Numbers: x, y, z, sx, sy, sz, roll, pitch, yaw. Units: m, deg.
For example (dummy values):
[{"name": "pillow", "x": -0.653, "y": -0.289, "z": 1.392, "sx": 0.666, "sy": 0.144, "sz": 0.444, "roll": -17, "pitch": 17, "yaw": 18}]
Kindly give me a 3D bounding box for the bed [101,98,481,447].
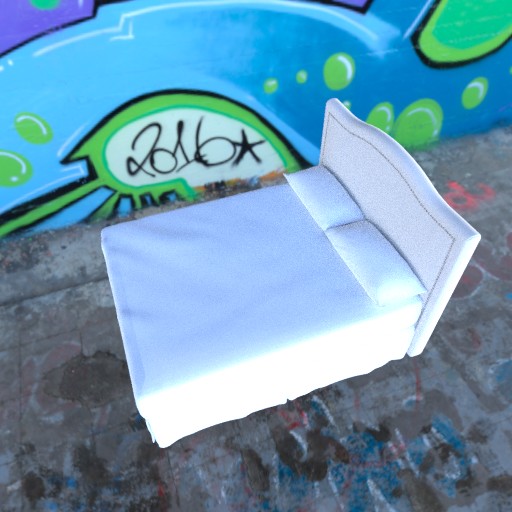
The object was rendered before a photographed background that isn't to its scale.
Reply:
[{"name": "bed", "x": 0.000, "y": 0.000, "z": 3.292, "sx": 2.143, "sy": 1.460, "sz": 1.753, "roll": -16, "pitch": 49, "yaw": -14}]
